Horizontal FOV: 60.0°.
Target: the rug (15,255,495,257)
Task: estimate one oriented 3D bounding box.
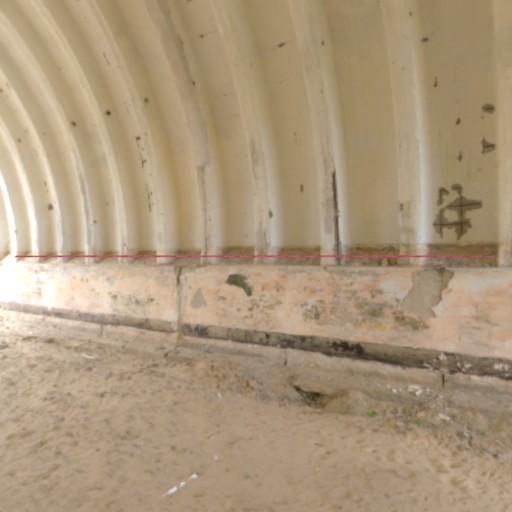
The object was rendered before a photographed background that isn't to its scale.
[{"bbox_3d":[0.000,0.000,4.241,3.306,0.011,2.389,0,0,1],"label":"rug"}]
